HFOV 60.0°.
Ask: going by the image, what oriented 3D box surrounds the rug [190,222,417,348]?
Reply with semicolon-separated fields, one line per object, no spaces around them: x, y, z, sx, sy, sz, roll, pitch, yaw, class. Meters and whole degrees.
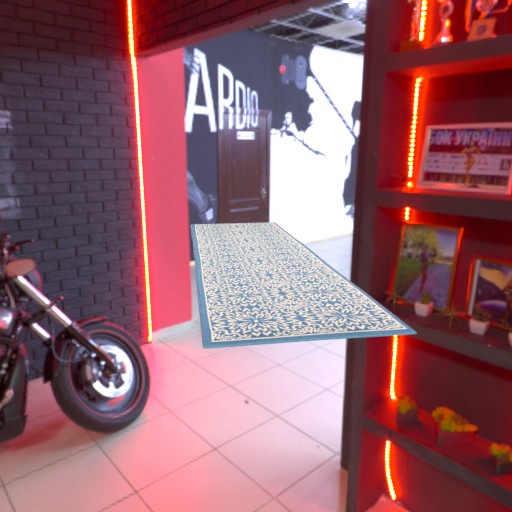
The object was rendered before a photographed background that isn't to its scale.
0.000;0.000;2.377;0.662;0.011;2.196;-2;14;-9;rug
